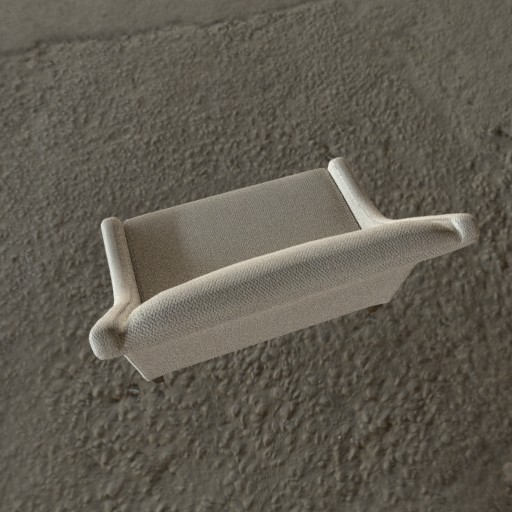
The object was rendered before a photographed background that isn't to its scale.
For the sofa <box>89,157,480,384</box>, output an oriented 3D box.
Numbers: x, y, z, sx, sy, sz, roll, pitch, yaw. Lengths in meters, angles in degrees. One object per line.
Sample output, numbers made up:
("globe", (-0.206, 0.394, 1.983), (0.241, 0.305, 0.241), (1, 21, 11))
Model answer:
("sofa", (0.000, 0.000, 1.907), (1.242, 1.022, 0.870), (-16, 60, -10))
